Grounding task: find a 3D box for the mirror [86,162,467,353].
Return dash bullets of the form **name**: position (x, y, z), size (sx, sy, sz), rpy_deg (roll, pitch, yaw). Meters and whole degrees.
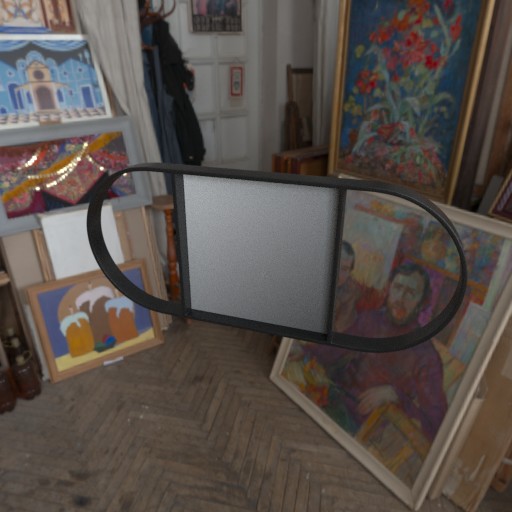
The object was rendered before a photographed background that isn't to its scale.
- **mirror**: position (0.000, 0.000, 0.672), size (0.584, 0.254, 0.032), rpy_deg (8, 27, 17)
